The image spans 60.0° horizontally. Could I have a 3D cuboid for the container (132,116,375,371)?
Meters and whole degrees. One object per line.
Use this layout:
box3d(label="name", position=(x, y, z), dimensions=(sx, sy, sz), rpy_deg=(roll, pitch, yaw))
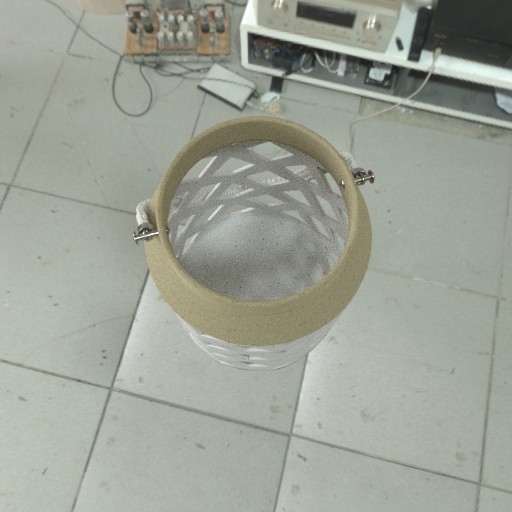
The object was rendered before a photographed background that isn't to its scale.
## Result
box3d(label="container", position=(0.000, 0.000, 0.344), dimensions=(0.163, 0.229, 0.172), rpy_deg=(-15, 75, -4))
